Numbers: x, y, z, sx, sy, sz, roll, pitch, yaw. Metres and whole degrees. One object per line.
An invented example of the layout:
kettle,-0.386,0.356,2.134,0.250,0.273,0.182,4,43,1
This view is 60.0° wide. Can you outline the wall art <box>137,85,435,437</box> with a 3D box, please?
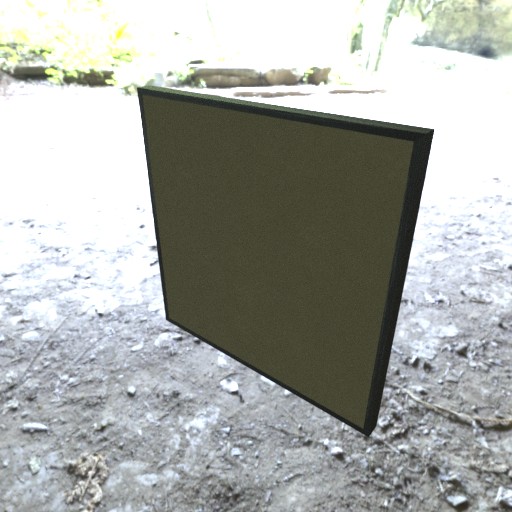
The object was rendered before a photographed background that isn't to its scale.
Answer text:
wall art,0.000,0.000,1.149,0.762,0.758,0.043,22,36,33
